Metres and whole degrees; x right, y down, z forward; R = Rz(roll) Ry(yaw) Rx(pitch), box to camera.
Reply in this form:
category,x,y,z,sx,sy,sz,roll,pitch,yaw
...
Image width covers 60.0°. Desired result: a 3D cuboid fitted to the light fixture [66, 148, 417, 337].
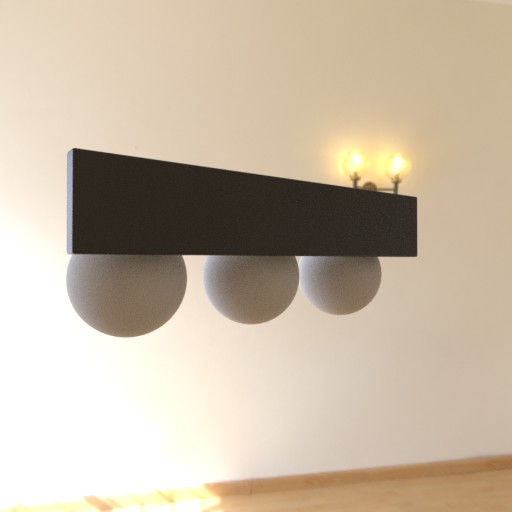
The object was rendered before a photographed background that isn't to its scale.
category,x,y,z,sx,sy,sz,roll,pitch,yaw
light fixture,0.000,0.000,0.848,0.721,0.263,0.218,0,-1,-36
